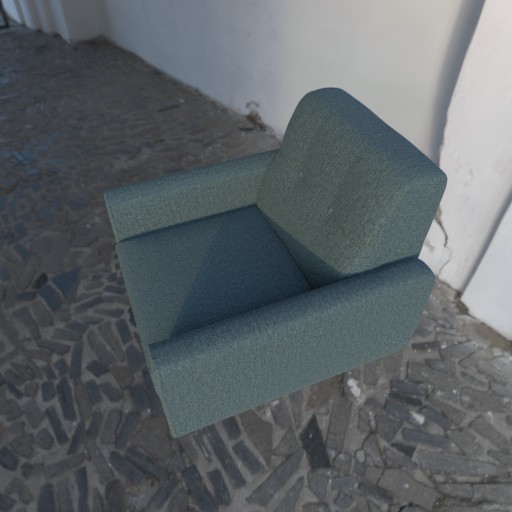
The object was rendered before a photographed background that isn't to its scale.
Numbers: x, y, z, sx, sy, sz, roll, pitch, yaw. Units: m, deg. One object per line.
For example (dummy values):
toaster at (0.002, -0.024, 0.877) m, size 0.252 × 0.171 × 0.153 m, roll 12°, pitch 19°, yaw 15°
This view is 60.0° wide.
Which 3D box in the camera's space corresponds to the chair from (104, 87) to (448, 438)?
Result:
chair at (0.000, 0.000, 1.665) m, size 0.964 × 0.940 × 0.880 m, roll -16°, pitch 48°, yaw -16°
